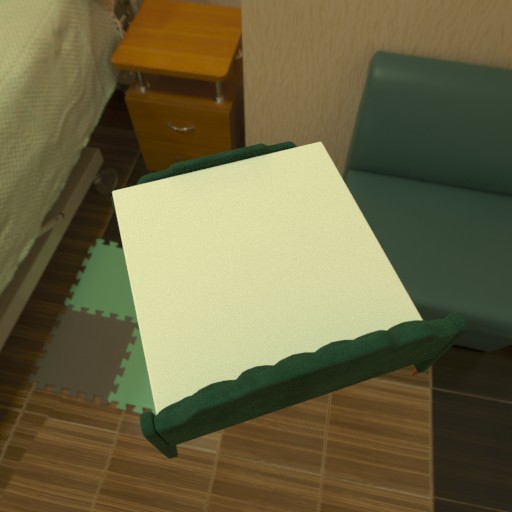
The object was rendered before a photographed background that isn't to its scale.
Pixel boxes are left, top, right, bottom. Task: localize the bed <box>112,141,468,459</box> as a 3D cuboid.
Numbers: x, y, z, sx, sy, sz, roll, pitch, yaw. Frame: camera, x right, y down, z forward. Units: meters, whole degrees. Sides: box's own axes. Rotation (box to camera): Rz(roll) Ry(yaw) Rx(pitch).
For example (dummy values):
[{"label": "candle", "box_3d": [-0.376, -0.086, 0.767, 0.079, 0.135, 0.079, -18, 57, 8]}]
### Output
[{"label": "bed", "box_3d": [0.000, 0.000, 3.538, 2.074, 1.245, 2.340, -15, 59, -9]}]
